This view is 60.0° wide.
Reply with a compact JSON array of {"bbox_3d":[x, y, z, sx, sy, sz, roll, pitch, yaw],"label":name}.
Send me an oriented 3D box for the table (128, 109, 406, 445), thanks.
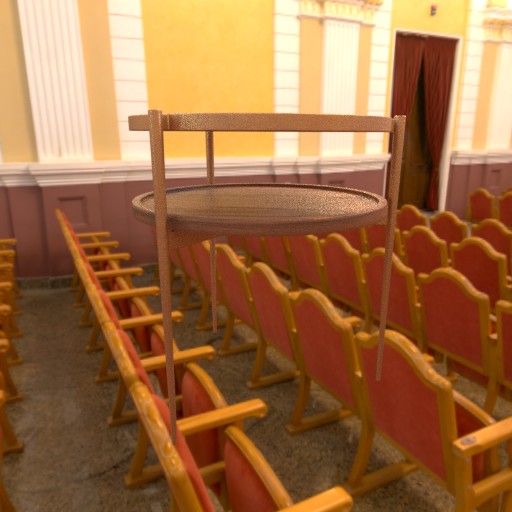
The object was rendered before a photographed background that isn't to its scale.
[{"bbox_3d":[0.000,0.000,0.814,0.430,0.493,0.456,-8,17,-26],"label":"table"}]
